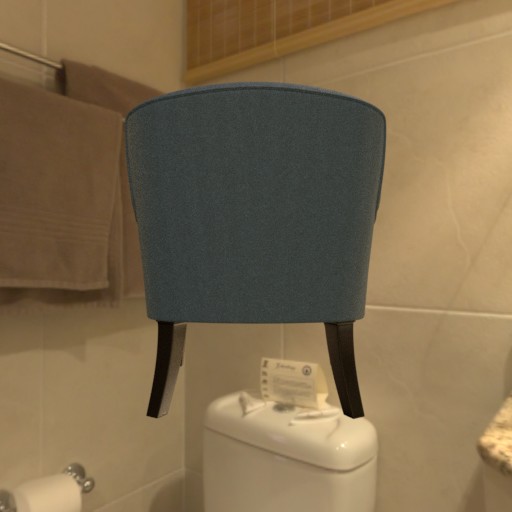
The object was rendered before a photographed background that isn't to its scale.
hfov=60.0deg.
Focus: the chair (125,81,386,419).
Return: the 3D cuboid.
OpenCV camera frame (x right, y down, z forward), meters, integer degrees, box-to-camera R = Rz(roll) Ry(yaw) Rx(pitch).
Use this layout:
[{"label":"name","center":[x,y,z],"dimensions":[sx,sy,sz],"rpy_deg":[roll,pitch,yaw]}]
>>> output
[{"label":"chair","center":[0.000,0.000,1.475],"dimensions":[0.770,0.878,0.754],"rpy_deg":[0,-1,0]}]
